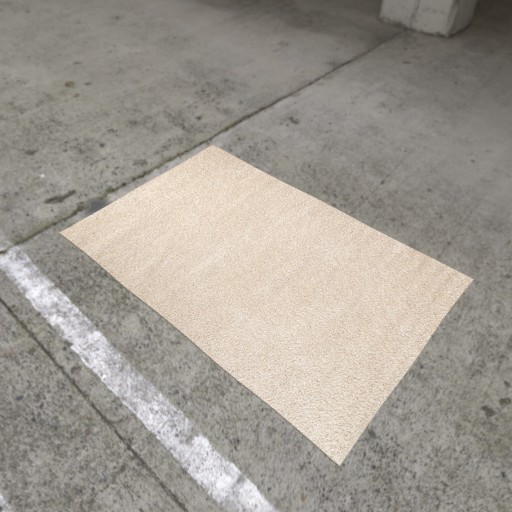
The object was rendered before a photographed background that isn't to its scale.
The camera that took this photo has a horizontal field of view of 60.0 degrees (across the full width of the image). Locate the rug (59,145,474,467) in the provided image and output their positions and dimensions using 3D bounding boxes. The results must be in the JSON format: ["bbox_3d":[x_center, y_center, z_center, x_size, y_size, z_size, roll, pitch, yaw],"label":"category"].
[{"bbox_3d":[0.000,0.000,2.955,2.346,0.025,1.500,33,54,27],"label":"rug"}]
